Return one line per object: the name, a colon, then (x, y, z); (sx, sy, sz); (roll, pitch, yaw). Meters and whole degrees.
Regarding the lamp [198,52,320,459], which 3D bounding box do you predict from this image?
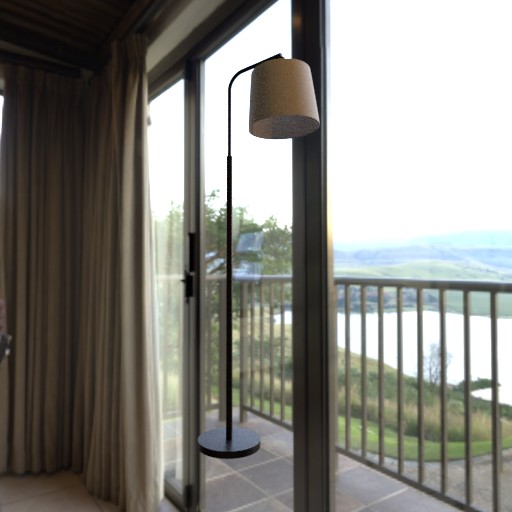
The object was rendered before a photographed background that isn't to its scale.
lamp: (0.000, 0.000, 1.667); (0.508, 1.478, 0.254); (-1, -1, 37)
